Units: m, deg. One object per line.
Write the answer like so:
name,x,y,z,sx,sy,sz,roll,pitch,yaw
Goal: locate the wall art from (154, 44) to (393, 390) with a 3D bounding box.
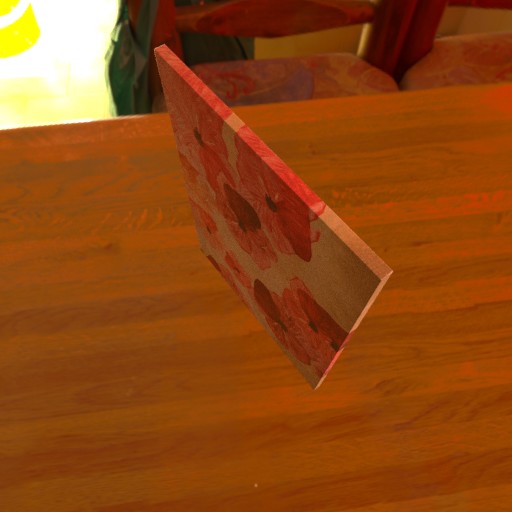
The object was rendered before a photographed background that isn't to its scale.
wall art,0.000,0.000,1.371,0.031,1.015,0.762,-34,68,-16
